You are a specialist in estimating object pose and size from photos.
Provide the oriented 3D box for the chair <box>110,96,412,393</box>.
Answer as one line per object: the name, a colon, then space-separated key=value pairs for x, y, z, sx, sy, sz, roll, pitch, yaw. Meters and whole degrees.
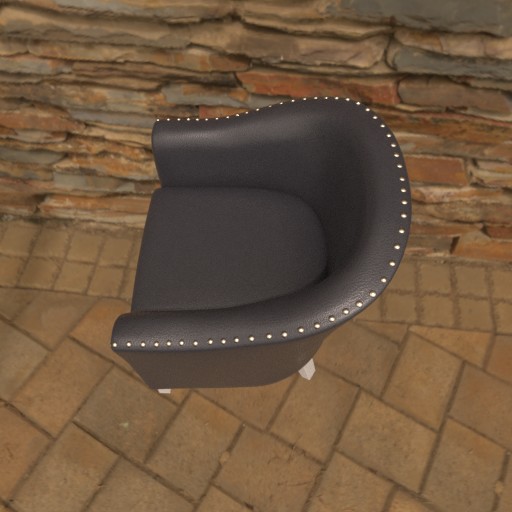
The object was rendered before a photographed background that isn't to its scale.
chair: x=0.000 y=0.000 z=1.431 sx=0.748 sy=0.823 sz=0.794 roll=1 pitch=59 yaw=1
